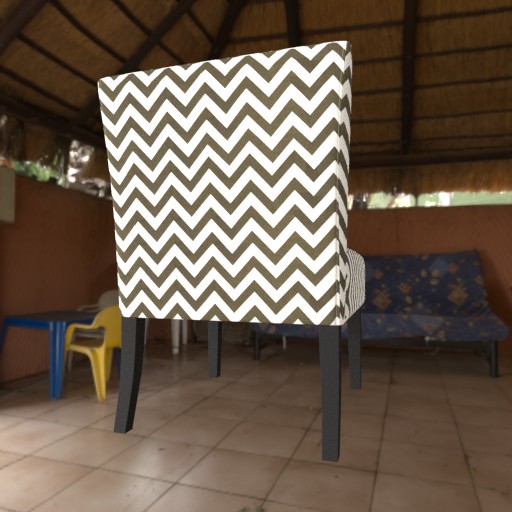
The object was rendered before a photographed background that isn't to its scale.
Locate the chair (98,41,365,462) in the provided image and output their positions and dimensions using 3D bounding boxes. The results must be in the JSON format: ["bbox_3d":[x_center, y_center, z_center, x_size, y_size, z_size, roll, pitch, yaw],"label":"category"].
[{"bbox_3d":[0.000,0.000,1.239,0.589,0.838,0.648,0,-1,18],"label":"chair"}]
